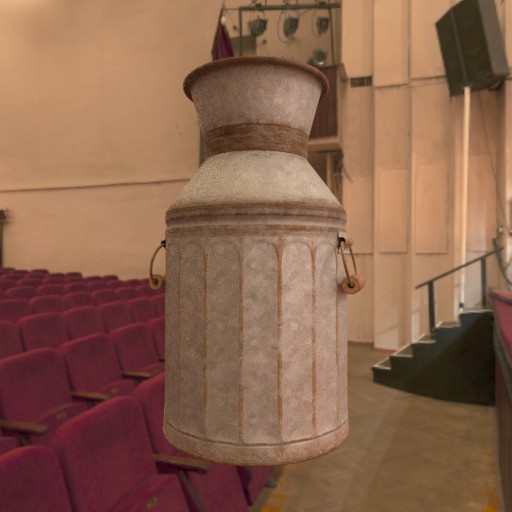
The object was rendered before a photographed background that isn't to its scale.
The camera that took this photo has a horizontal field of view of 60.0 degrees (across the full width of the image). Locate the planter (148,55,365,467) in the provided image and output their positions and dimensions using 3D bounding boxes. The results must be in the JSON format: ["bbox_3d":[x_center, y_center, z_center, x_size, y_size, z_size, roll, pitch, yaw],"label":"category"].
[{"bbox_3d":[0.000,0.000,0.520,0.245,0.396,0.214,0,-1,18],"label":"planter"}]
